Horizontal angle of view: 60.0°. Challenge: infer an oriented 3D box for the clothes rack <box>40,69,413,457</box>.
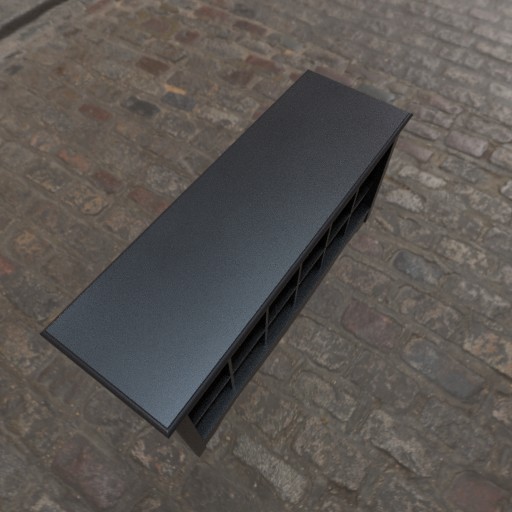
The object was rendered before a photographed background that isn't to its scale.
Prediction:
[{"bbox_3d":[0.000,0.000,1.483,0.406,0.556,1.219,31,63,18],"label":"clothes rack"}]
